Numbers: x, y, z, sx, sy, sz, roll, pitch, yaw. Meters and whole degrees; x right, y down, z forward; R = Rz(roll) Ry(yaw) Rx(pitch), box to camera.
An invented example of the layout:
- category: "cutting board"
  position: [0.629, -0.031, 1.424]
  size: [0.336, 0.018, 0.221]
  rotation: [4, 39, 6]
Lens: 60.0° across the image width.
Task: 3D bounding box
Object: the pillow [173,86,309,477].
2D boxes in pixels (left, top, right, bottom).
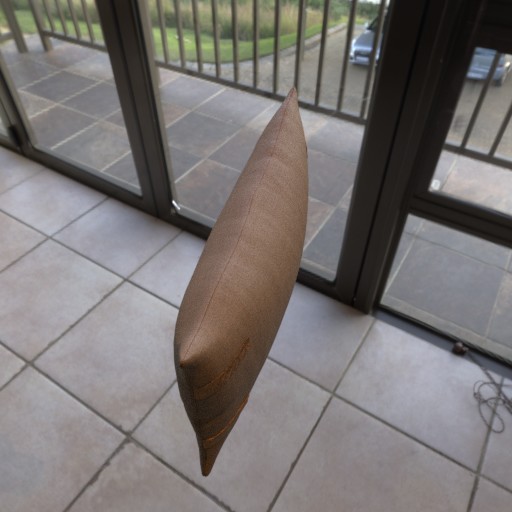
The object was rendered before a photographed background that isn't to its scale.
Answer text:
- category: "pillow"
  position: [0.000, 0.000, 0.737]
  size: [0.148, 0.308, 0.612]
  rotation: [10, 47, 10]
